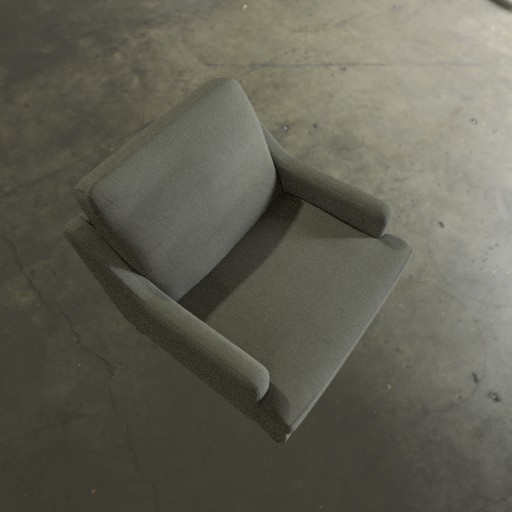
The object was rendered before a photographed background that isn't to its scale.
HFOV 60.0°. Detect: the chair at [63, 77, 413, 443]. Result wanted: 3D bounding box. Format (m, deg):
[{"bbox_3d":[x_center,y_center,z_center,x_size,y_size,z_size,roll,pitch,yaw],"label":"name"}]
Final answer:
[{"bbox_3d":[0.000,0.000,1.567,0.892,0.821,0.826,33,64,19],"label":"chair"}]
